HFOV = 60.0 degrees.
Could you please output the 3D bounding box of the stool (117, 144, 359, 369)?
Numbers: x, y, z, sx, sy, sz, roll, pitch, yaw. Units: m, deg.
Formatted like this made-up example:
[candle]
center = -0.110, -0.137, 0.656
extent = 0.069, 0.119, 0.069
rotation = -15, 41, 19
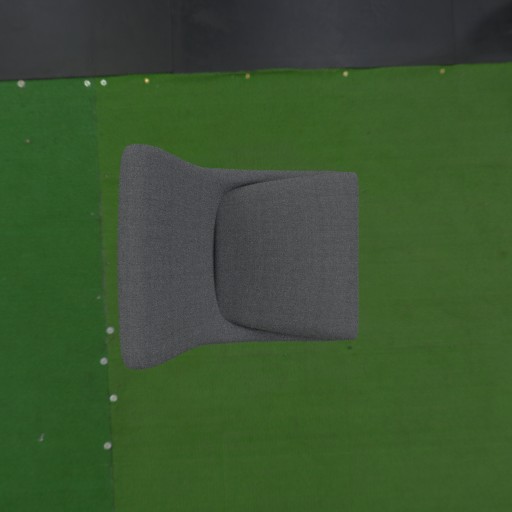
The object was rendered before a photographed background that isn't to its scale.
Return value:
[stool]
center = 0.000, 0.000, 1.266
extent = 0.524, 0.977, 0.447
rotation = 0, 90, -2
